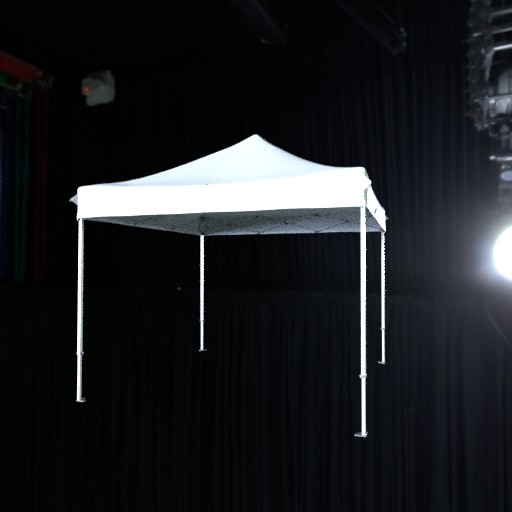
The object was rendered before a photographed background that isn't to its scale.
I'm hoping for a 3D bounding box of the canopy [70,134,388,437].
[{"bbox_3d":[0.000,0.000,5.450,2.994,2.998,2.996,0,-1,19],"label":"canopy"}]
